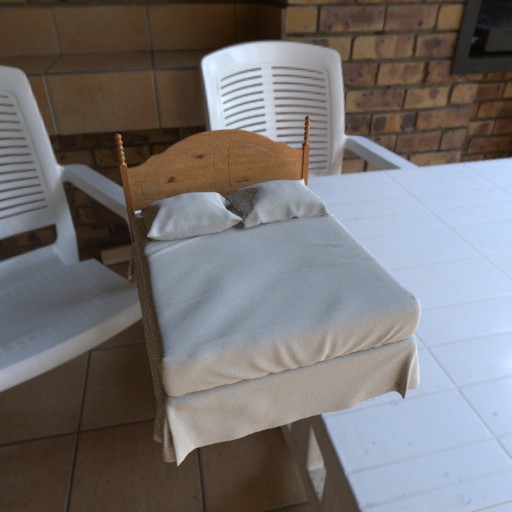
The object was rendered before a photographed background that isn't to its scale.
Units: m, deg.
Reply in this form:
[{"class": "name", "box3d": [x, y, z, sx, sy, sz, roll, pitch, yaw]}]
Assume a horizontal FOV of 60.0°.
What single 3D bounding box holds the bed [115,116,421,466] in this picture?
[{"class": "bed", "box3d": [0.000, 0.000, 3.211, 1.873, 1.356, 2.040, -10, 34, -15]}]
